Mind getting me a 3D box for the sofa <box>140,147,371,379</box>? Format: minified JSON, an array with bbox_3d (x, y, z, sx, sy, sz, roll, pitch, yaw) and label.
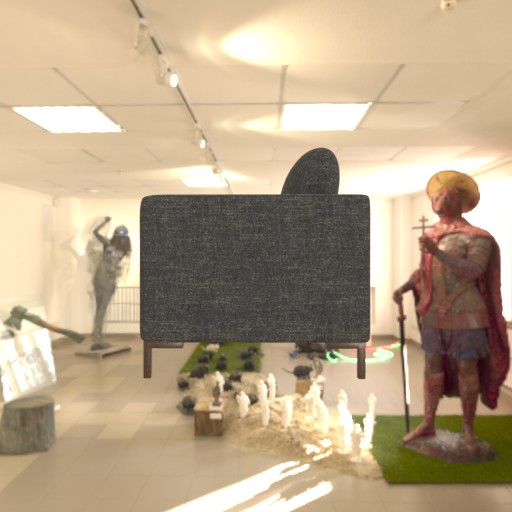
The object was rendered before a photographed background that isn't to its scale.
[{"bbox_3d":[0.000,0.000,2.693,0.859,0.874,2.218,0,0,1],"label":"sofa"}]
